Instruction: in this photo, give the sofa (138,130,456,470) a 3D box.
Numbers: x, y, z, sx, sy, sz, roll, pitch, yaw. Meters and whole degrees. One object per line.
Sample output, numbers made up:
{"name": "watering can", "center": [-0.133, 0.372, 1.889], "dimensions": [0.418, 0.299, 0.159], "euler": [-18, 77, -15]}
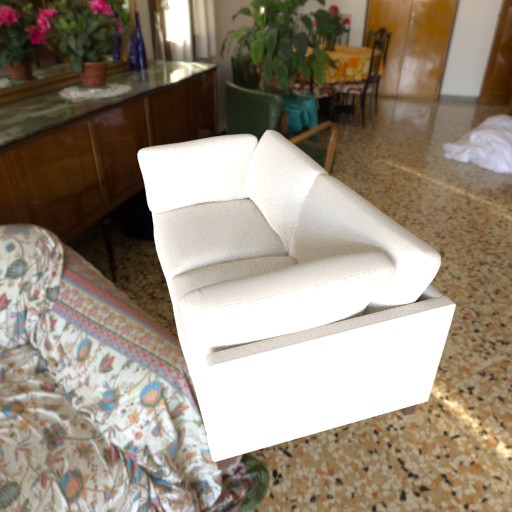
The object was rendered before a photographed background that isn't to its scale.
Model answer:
{"name": "sofa", "center": [0.000, 0.000, 2.274], "dimensions": [0.970, 0.836, 1.776], "euler": [-9, 32, -15]}
